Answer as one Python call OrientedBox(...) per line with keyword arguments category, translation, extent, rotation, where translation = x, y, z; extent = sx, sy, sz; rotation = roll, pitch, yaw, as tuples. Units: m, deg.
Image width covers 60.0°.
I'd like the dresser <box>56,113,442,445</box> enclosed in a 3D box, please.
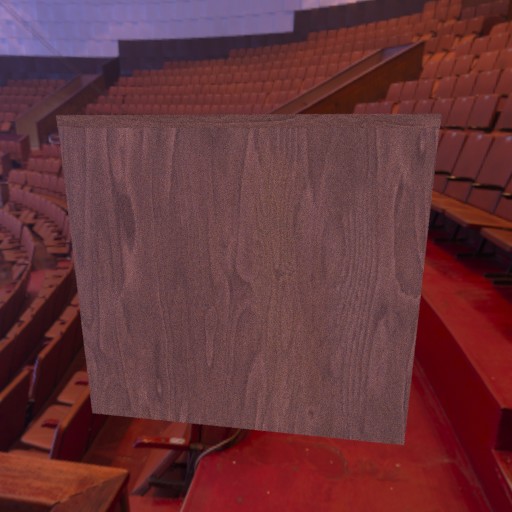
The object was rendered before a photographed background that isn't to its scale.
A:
OrientedBox(category="dresser", translation=(0.000, 0.000, 1.274), extent=(0.809, 0.762, 0.529), rotation=(3, 17, 9))
